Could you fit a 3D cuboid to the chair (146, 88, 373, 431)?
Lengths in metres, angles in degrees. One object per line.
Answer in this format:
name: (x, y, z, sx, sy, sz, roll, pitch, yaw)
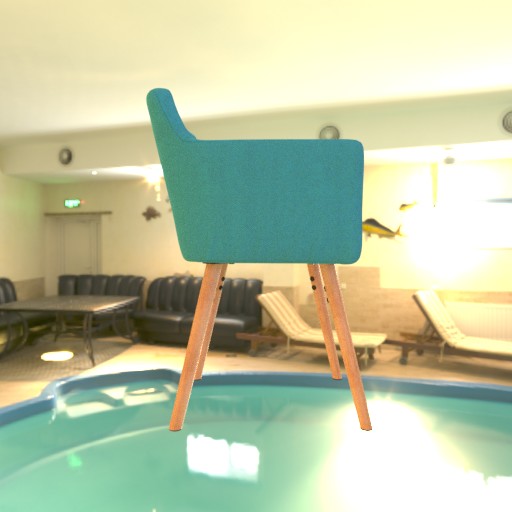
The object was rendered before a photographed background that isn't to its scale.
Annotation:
chair: (0.000, 0.000, 1.193, 0.540, 0.780, 0.570, 0, 2, 0)
